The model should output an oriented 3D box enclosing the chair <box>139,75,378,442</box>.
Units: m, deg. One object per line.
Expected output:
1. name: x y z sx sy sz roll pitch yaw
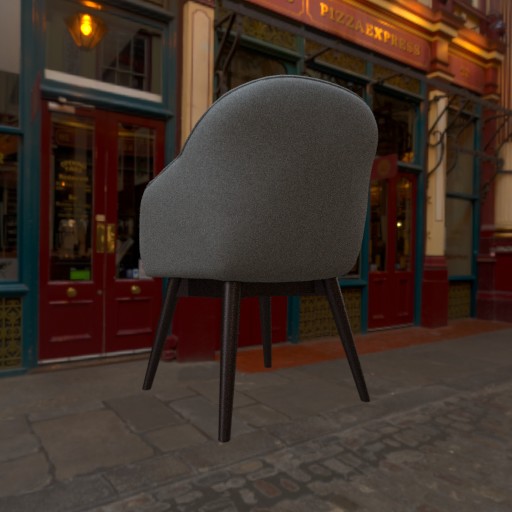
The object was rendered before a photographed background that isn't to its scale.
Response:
1. chair: 0.000 0.000 1.276 0.589 0.810 0.611 0 0 -35
